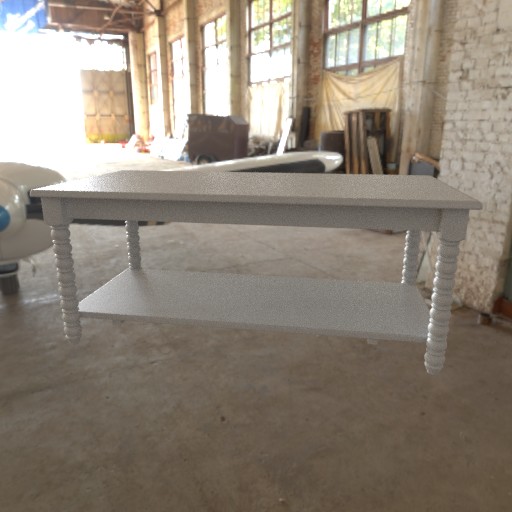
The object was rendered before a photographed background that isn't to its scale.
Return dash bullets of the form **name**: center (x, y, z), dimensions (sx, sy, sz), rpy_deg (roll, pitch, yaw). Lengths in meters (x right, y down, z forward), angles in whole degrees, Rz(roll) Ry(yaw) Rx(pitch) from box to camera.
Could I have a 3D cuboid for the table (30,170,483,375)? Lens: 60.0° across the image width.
- **table**: center (0.000, 0.000, 1.461), dimensions (1.171, 0.487, 0.580), rpy_deg (3, 17, 9)
